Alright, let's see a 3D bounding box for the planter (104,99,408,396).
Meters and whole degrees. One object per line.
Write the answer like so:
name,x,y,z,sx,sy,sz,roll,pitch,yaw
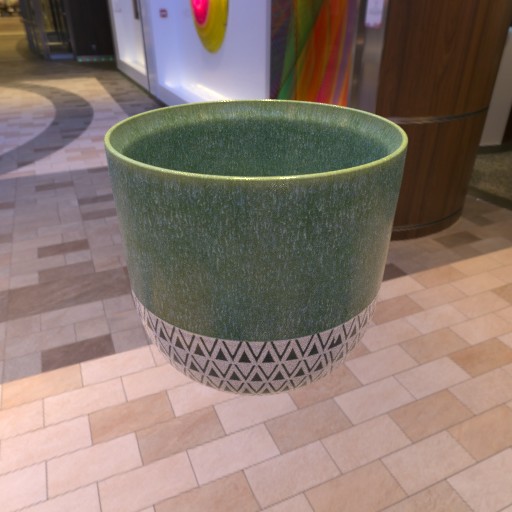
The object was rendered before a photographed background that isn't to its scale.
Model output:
planter,0.000,0.000,0.470,0.266,0.270,0.266,0,30,0
